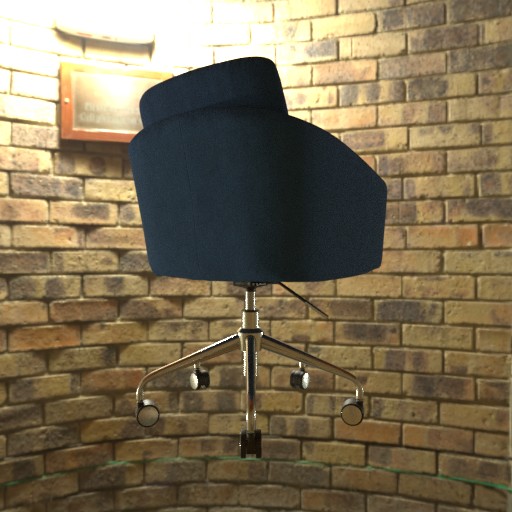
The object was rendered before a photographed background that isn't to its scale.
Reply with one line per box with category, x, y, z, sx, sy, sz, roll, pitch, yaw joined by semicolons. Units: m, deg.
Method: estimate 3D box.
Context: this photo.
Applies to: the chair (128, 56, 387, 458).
chair;0.000;0.000;1.314;0.641;0.908;0.635;0;0;35
